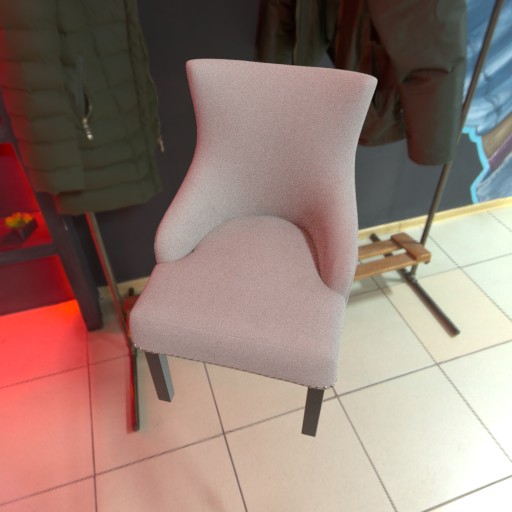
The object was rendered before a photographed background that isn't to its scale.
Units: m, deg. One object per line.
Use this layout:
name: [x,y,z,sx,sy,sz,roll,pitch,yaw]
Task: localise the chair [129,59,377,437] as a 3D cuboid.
chair: [0.000,0.000,1.287,0.566,0.909,0.629,10,43,10]
